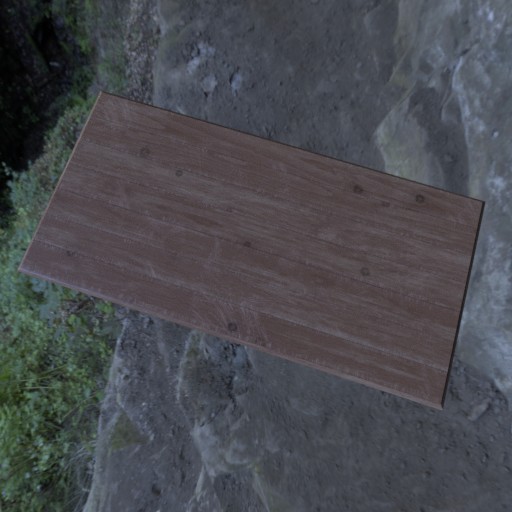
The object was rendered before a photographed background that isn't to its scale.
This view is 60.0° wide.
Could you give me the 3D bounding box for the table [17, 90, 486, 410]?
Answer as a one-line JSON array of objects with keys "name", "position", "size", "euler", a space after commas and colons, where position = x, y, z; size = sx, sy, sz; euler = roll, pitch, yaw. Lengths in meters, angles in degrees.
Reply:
[{"name": "table", "position": [0.000, 0.000, 1.378], "size": [1.118, 0.458, 0.559], "euler": [17, 76, 4]}]
